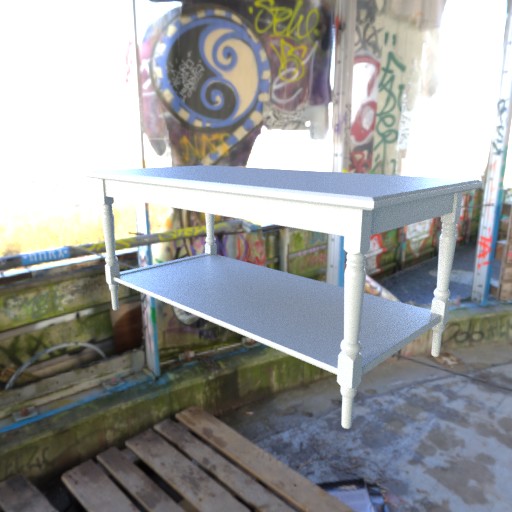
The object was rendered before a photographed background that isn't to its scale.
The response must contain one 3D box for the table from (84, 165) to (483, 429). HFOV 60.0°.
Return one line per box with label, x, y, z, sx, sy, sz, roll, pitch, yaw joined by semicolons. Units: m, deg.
table;0.000;0.000;1.396;1.109;0.506;0.551;14;20;43
